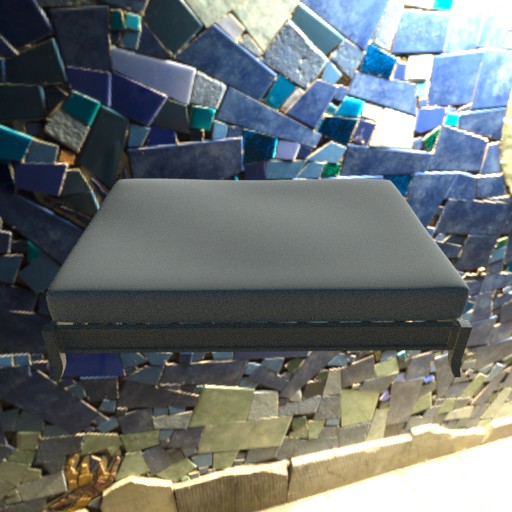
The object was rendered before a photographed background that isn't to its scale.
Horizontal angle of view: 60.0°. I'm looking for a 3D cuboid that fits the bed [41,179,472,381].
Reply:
[{"bbox_3d":[0.000,0.000,2.642,1.985,0.510,1.460,0,32,-1],"label":"bed"}]
